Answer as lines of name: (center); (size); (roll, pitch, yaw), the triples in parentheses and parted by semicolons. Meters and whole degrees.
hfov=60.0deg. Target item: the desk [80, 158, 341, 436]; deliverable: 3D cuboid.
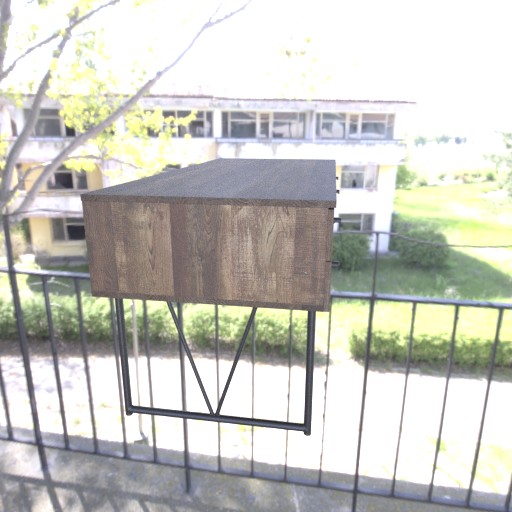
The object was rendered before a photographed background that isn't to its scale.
desk: (0.000, 0.000, 2.054); (0.730, 0.780, 1.600); (3, 16, 9)
